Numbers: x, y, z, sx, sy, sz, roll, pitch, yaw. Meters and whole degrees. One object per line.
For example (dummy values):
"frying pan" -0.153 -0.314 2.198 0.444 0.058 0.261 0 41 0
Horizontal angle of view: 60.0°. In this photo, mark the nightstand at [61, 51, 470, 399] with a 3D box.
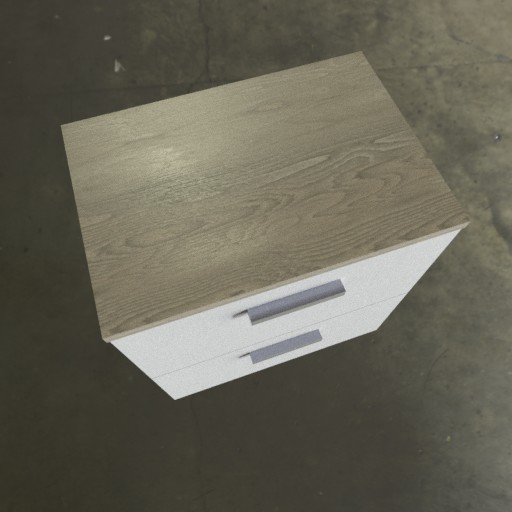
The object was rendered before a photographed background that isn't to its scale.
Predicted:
"nightstand" 0.000 0.000 0.765 0.442 0.461 0.325 -17 65 -8
